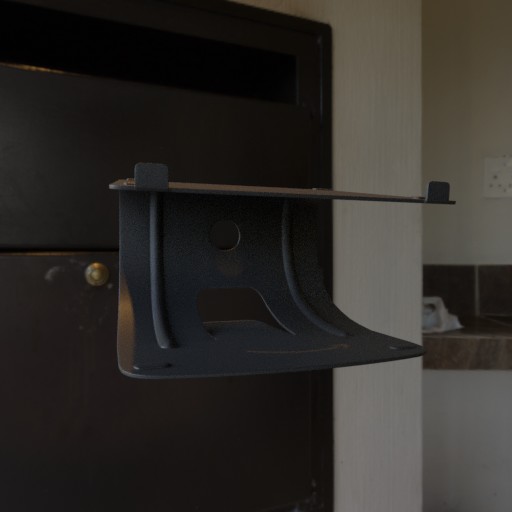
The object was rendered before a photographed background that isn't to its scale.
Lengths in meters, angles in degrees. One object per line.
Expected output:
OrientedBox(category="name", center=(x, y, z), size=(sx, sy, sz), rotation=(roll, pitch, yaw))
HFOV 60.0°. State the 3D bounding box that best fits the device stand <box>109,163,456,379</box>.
OrientedBox(category="device stand", center=(0.000, 0.000, 0.407), size=(0.256, 0.155, 0.236), rotation=(0, 0, -18))
